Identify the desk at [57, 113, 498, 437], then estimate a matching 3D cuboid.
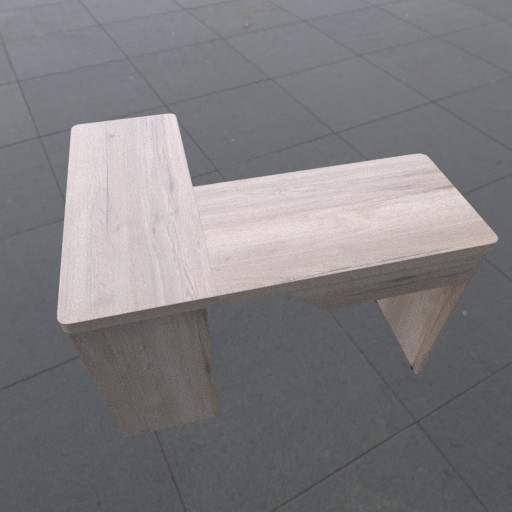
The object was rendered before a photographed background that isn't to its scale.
[{"bbox_3d":[0.000,0.000,1.695,1.169,0.760,0.900,-10,48,-9],"label":"desk"}]
